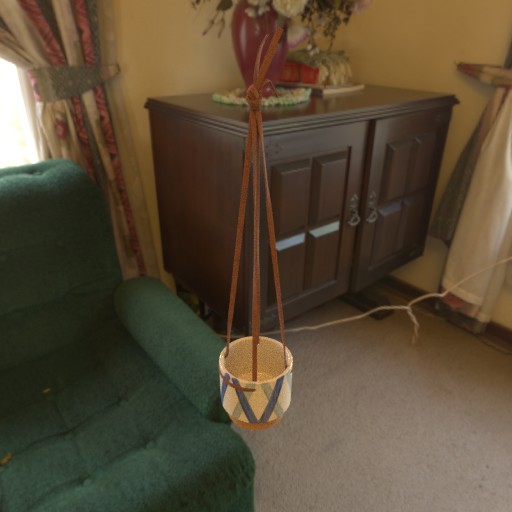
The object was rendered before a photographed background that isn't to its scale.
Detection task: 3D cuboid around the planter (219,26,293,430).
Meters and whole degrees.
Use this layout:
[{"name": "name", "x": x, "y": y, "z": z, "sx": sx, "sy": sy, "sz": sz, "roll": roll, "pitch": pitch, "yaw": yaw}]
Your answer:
[{"name": "planter", "x": 0.000, "y": 0.000, "z": 0.818, "sx": 0.153, "sy": 0.753, "sz": 0.157, "roll": 17, "pitch": 31, "yaw": 31}]
